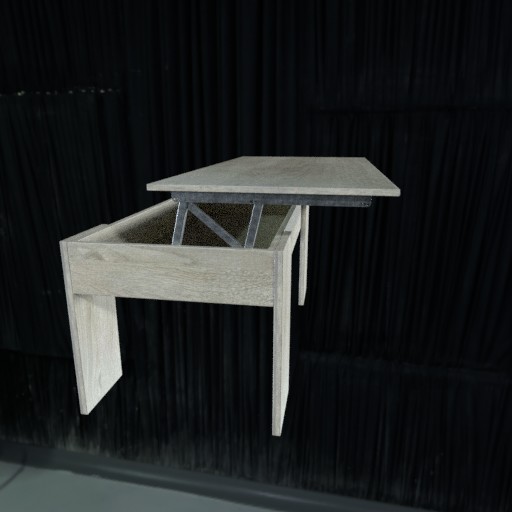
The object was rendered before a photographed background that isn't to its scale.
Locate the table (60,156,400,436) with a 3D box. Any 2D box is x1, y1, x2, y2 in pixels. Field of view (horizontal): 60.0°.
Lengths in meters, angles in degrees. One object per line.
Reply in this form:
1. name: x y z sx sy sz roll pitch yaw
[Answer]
1. table: 0.000 0.000 1.429 0.711 0.570 1.000 3 16 9
